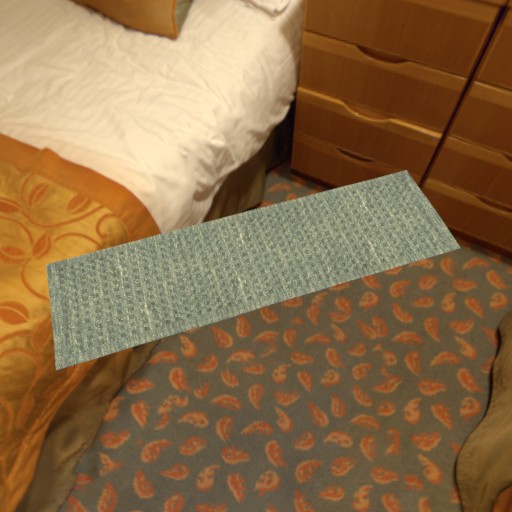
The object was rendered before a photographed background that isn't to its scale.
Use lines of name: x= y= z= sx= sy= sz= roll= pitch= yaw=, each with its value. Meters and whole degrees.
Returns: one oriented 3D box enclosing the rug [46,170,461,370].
rug: x=0.000 y=0.000 z=2.707 sx=2.443 sy=0.008 sz=0.688 roll=-16 pitch=59 yaw=-10
